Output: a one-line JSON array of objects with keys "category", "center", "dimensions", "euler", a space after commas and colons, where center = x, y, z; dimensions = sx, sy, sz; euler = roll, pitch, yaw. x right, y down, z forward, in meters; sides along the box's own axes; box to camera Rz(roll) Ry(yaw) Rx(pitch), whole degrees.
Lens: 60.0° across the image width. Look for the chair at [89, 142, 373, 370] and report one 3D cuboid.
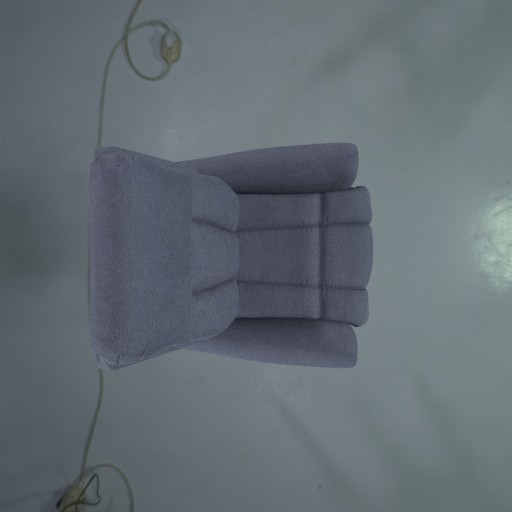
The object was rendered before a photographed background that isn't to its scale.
[{"category": "chair", "center": [0.000, 0.000, 1.718], "dimensions": [0.979, 1.031, 0.871], "euler": [0, 91, -1]}]
